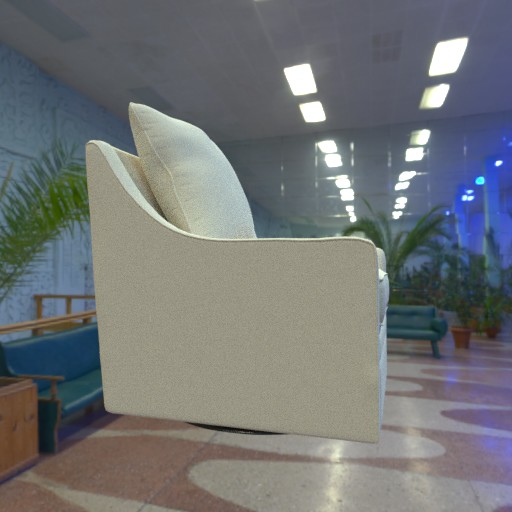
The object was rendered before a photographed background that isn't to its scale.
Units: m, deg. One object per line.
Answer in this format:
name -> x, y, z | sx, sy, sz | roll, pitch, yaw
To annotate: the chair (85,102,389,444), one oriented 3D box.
chair -> 0.000, 0.000, 1.540 | 0.876, 0.965, 0.756 | 0, -1, 18
